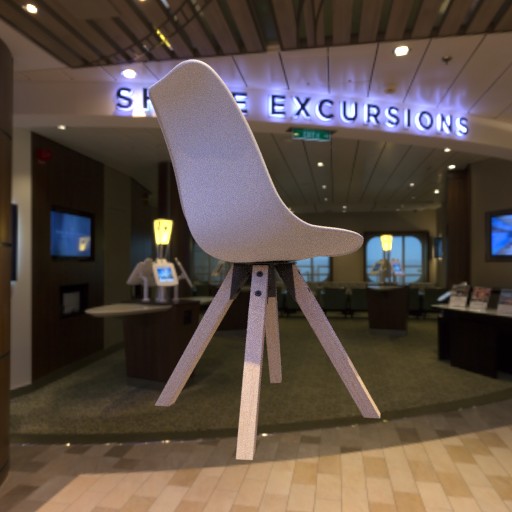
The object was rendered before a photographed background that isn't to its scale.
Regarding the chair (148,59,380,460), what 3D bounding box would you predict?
[{"bbox_3d":[0.000,0.000,1.199,0.550,0.850,0.485,0,-1,-36],"label":"chair"}]
